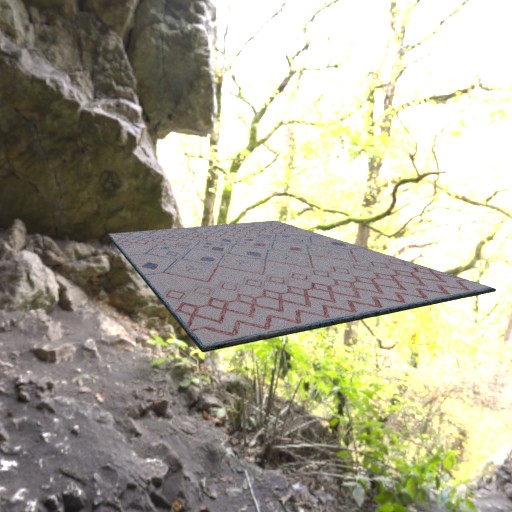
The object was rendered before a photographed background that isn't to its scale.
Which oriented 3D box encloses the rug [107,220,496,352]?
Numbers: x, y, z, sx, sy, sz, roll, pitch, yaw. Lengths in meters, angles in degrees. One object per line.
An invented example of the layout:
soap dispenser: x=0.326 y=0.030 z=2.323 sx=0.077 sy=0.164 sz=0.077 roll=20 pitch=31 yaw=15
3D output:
rug: x=0.000 y=0.000 z=2.281 sx=1.219 sy=0.016 sz=1.829 roll=-7 pitch=15 yaw=-25
